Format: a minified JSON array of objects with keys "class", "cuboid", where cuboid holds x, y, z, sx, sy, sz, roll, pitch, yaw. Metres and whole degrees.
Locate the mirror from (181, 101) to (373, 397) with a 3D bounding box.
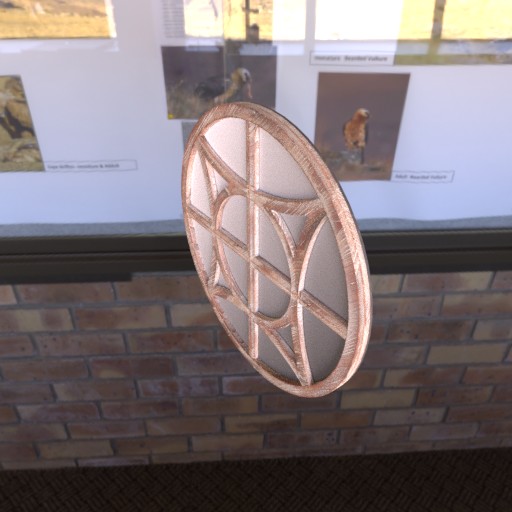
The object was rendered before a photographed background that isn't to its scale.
[{"class":"mirror","cuboid":[0.000,0.000,1.077,0.038,0.710,0.710,-20,37,-29]}]
